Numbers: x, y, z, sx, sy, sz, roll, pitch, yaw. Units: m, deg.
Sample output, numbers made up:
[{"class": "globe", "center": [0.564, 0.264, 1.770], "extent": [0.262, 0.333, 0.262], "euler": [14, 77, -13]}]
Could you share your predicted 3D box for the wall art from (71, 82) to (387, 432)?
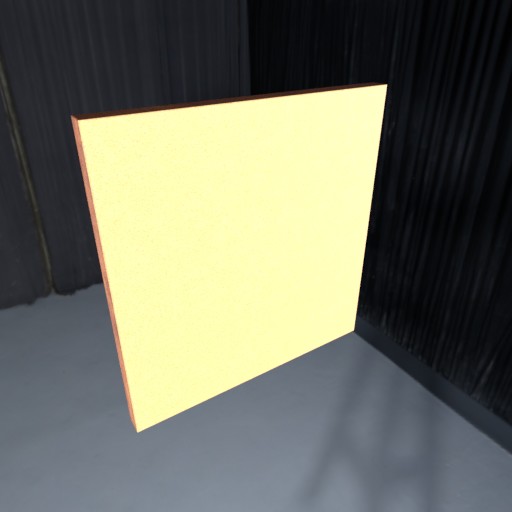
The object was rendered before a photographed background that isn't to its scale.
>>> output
[{"class": "wall art", "center": [0.000, 0.000, 0.837], "extent": [0.554, 0.572, 0.037], "euler": [-18, 34, -28]}]
